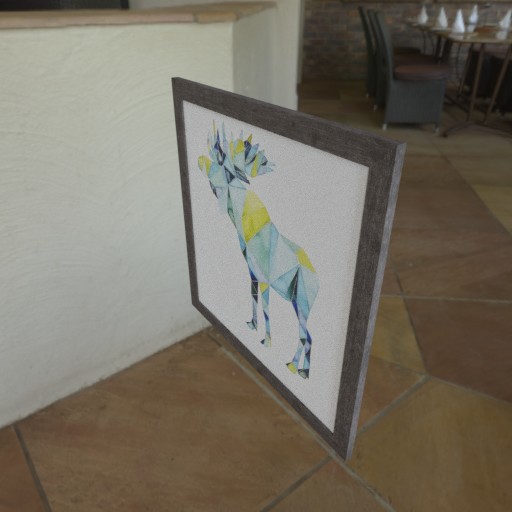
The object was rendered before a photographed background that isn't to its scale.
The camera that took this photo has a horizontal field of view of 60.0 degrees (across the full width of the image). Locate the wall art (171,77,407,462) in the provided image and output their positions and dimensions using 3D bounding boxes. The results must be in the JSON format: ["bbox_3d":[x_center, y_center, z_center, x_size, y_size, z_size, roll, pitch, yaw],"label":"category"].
[{"bbox_3d":[0.000,0.000,0.678,0.013,0.457,0.457,-20,36,-30],"label":"wall art"}]
